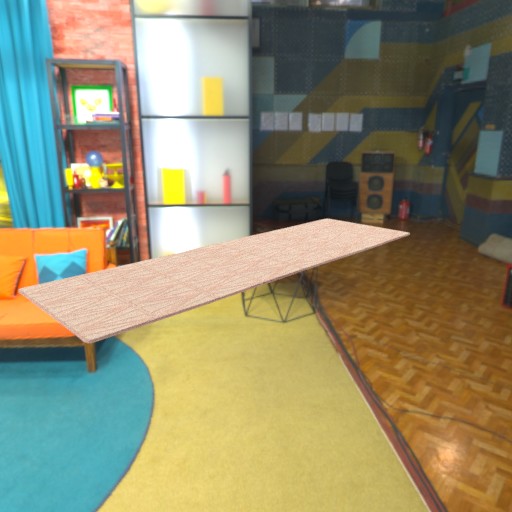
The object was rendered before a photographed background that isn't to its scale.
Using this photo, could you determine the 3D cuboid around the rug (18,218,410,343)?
[{"bbox_3d":[0.000,0.000,2.658,2.435,0.015,0.760,-15,22,-42],"label":"rug"}]
